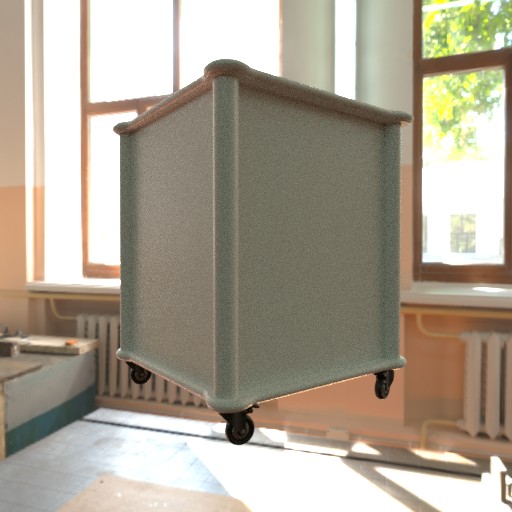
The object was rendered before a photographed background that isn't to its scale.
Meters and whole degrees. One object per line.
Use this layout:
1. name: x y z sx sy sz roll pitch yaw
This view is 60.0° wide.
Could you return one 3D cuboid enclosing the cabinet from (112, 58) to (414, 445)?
1. cabinet: 0.000 0.000 1.250 0.627 0.761 0.628 0 1 -37
